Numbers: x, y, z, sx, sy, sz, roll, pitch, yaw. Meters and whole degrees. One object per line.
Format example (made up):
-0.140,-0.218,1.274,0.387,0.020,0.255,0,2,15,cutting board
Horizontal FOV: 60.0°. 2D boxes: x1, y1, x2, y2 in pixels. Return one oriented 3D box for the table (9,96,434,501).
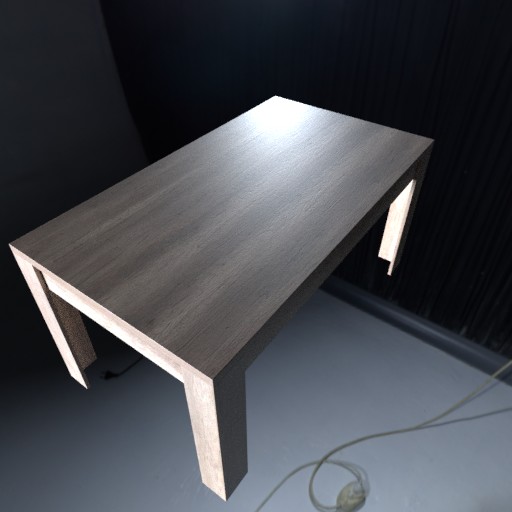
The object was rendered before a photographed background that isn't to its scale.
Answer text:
0.000,0.000,2.039,0.900,0.775,1.600,26,47,26,table
